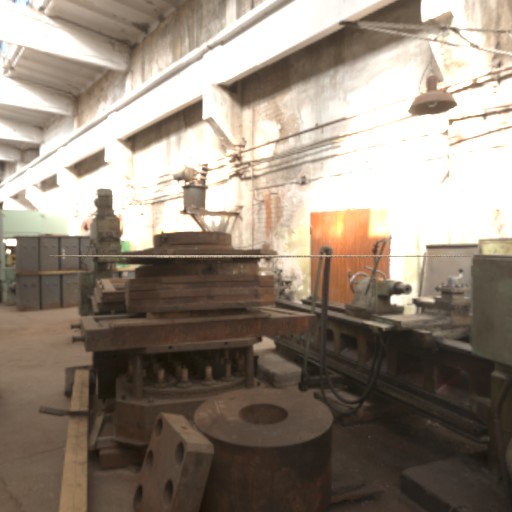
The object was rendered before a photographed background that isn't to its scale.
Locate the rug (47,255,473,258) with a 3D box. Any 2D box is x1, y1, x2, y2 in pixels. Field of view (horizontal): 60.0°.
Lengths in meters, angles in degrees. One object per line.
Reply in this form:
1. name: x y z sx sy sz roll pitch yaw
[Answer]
1. rug: 0.000 0.000 4.037 3.037 0.010 2.453 0 0 -37
